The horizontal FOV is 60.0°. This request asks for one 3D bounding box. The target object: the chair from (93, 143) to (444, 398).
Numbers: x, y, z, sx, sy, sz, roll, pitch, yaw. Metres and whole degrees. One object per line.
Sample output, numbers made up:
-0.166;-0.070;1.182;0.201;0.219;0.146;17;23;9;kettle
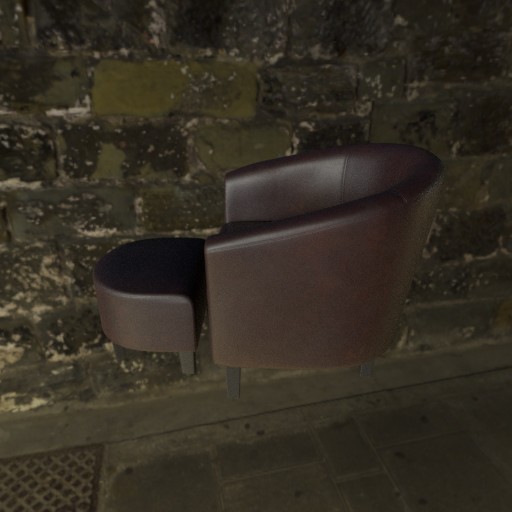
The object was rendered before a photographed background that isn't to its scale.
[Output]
0.000;0.000;1.602;1.176;0.755;0.737;1;26;1;chair
